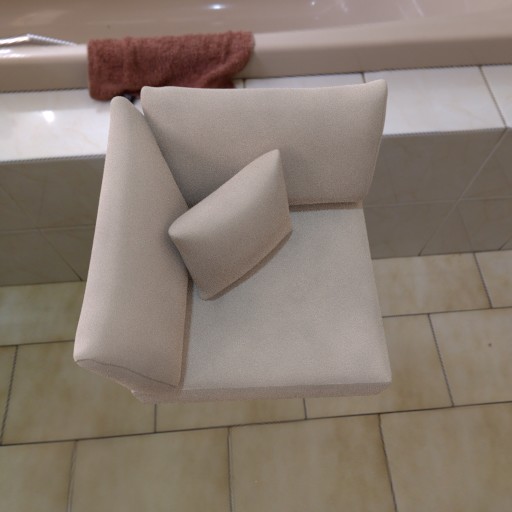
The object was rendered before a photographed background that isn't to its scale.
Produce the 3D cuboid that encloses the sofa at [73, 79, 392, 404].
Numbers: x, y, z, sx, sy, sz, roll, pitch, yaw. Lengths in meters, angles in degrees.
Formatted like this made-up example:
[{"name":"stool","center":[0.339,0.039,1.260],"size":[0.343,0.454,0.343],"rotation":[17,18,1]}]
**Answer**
[{"name":"sofa","center":[0.000,0.000,1.703],"size":[1.000,0.820,1.000],"rotation":[-2,63,-1]}]
